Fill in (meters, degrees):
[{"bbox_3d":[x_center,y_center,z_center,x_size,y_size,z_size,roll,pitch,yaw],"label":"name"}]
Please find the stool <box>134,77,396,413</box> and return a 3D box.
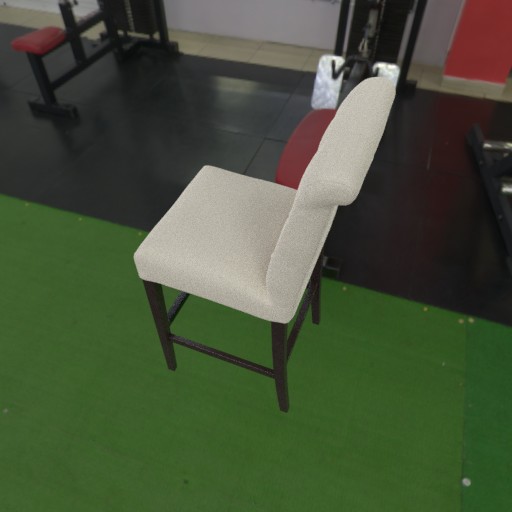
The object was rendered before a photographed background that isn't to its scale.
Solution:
[{"bbox_3d":[0.000,0.000,1.455,0.610,1.118,0.482,16,49,15],"label":"stool"}]
